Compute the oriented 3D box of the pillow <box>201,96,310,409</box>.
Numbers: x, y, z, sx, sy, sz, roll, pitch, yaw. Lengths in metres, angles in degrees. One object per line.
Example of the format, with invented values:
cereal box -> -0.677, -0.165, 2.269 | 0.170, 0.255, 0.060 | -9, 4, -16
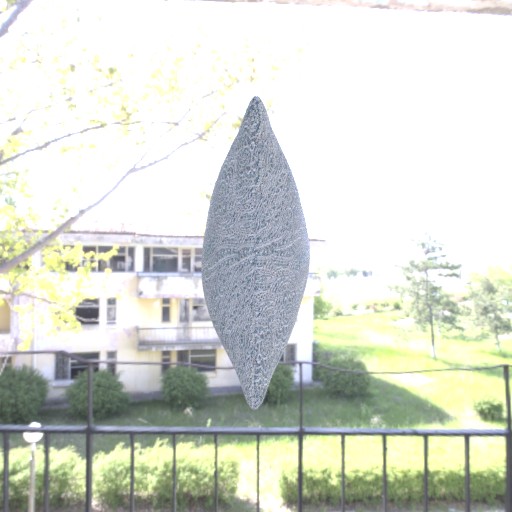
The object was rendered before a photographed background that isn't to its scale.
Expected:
pillow -> 0.000, 0.000, 0.717 | 0.151, 0.295, 0.615 | 0, -1, 0
